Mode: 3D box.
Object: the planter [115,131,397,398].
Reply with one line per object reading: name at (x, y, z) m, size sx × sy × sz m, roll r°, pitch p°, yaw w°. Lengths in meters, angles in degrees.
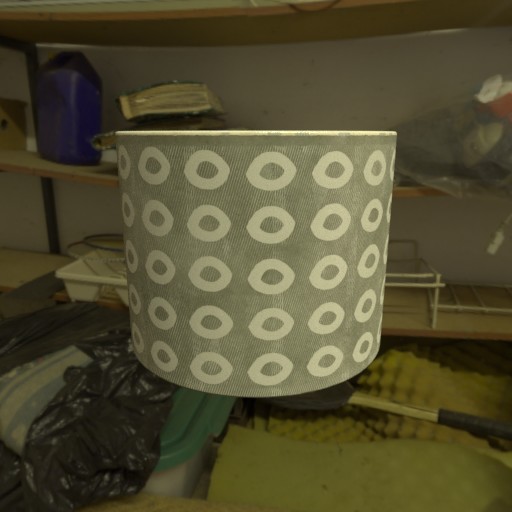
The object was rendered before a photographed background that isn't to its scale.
planter at (0.000, 0.000, 0.336) m, size 0.190 × 0.181 × 0.190 m, roll 0°, pitch 15°, yaw 0°
